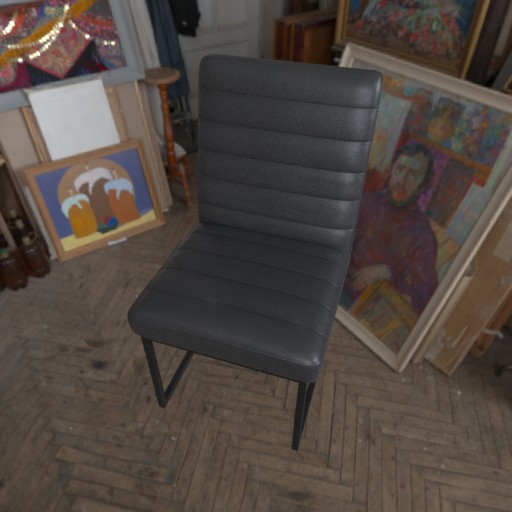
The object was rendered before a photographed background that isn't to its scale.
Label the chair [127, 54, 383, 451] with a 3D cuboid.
[{"bbox_3d":[0.000,0.000,1.295,0.520,0.930,0.634,12,42,14],"label":"chair"}]
